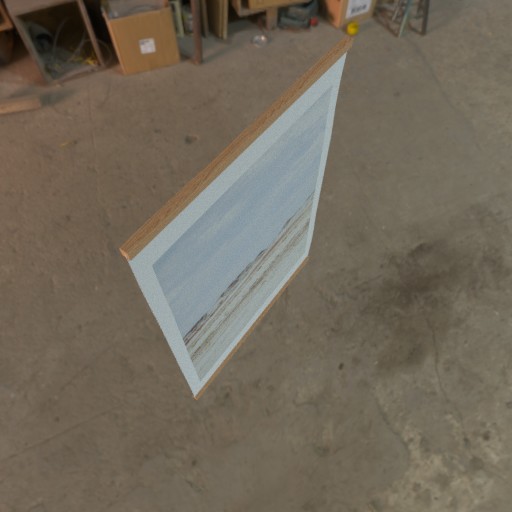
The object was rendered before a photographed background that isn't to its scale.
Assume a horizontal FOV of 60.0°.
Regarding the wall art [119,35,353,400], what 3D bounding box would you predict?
[{"bbox_3d":[0.000,0.000,1.323,0.020,1.016,0.739,33,64,18],"label":"wall art"}]
